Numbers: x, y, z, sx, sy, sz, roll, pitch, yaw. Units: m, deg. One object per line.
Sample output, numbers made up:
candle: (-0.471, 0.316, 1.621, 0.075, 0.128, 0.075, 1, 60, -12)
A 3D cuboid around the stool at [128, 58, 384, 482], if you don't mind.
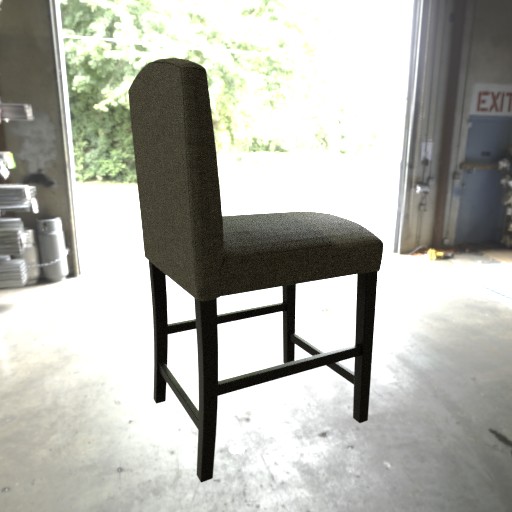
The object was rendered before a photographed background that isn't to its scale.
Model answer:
stool: (0.000, 0.000, 1.236, 0.552, 0.966, 0.451, -7, 16, -27)
